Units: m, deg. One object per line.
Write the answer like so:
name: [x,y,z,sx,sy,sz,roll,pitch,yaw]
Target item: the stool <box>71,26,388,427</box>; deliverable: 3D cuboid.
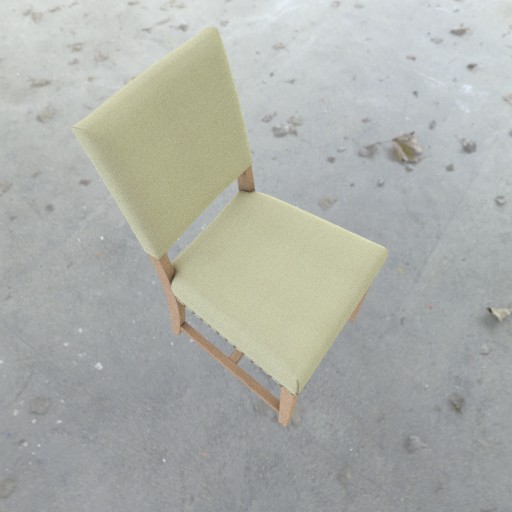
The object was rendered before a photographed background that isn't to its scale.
stool: [0.000,0.000,1.287,0.623,0.986,0.508,31,63,18]
